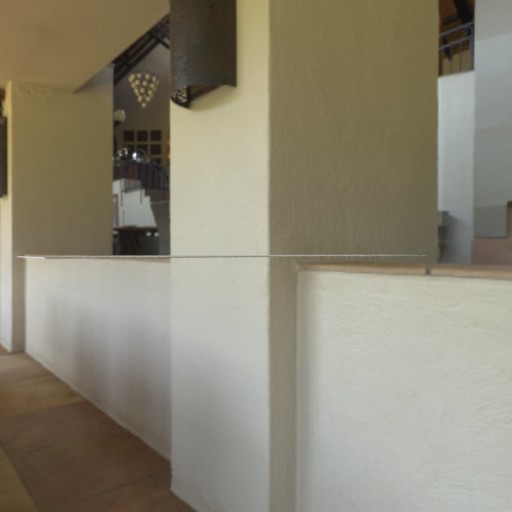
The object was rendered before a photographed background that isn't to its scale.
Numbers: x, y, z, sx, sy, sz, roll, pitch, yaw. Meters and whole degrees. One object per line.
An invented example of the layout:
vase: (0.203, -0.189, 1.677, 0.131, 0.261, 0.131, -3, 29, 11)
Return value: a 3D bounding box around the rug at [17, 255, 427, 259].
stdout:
rug: (0.000, 0.000, 2.638, 2.437, 0.005, 0.688, 0, 1, -36)
